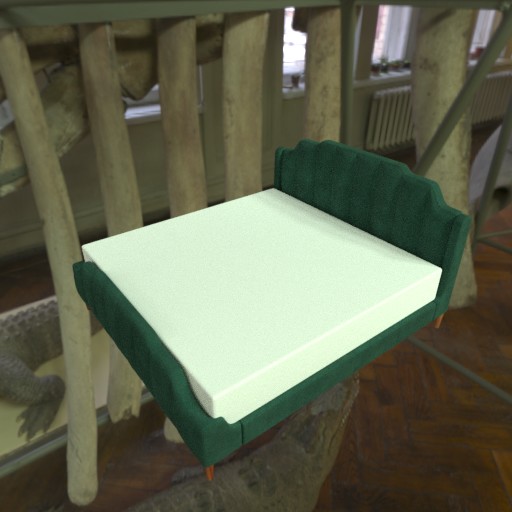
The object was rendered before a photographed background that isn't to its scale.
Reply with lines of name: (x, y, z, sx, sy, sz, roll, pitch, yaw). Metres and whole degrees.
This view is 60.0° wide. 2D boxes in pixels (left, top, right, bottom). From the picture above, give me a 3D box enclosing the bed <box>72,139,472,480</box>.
bed: (0.000, 0.000, 3.469, 2.340, 1.245, 2.074, -21, 37, -31)
